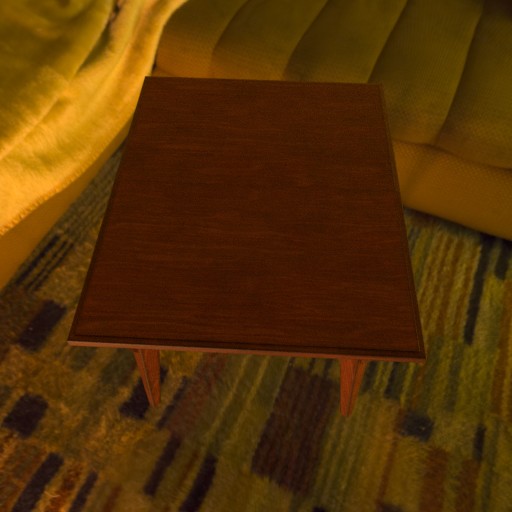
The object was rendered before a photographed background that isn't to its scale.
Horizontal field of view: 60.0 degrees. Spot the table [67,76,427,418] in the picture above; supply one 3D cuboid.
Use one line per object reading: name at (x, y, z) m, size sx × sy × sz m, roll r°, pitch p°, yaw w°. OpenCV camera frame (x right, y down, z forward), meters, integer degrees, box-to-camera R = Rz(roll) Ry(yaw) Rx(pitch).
table at (0.000, 0.000, 1.607) m, size 0.838 × 0.761 × 0.991 m, roll 3°, pitch 58°, yaw 2°
